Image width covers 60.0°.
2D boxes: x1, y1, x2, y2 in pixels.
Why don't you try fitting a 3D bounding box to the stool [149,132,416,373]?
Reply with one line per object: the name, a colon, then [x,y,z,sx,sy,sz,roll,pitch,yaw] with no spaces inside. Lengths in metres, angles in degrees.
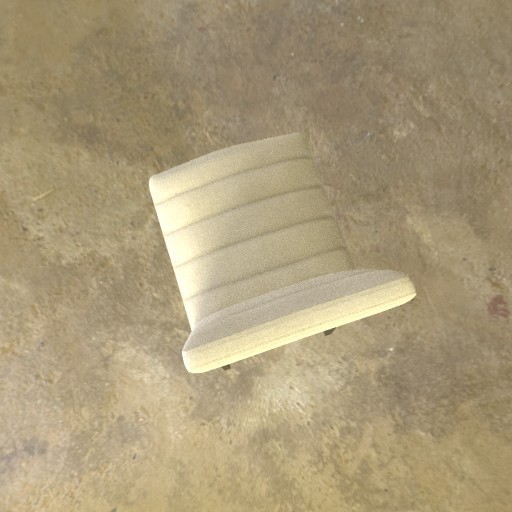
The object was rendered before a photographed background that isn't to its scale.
stool: [0.000,0.000,1.306,0.459,0.971,0.567,-18,76,-5]
